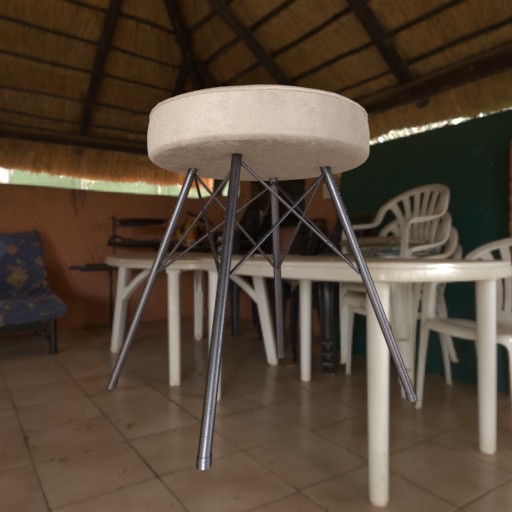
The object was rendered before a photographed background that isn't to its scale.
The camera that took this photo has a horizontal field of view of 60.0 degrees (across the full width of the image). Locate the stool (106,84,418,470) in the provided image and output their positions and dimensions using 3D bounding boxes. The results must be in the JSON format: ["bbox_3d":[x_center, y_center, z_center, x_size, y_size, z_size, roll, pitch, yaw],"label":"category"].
[{"bbox_3d":[0.000,0.000,0.856,0.457,0.538,0.423,-1,1,-35],"label":"stool"}]
